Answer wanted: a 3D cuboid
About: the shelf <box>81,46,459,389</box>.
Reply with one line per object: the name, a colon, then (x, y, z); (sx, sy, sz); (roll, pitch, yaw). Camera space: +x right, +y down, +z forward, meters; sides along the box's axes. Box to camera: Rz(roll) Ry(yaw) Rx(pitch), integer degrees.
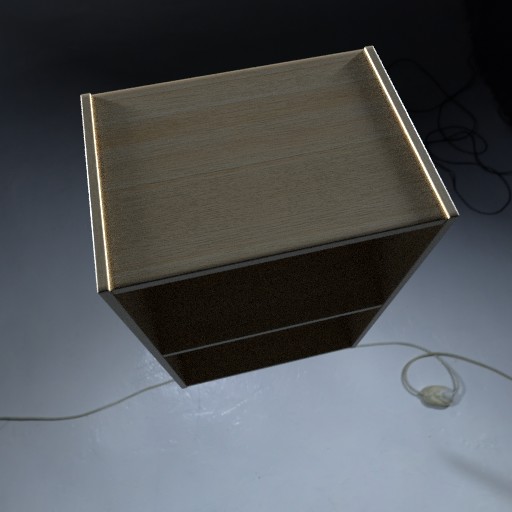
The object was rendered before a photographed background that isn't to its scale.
shelf: (0.000, 0.000, 0.814); (0.414, 0.592, 0.290); (-12, 65, -6)
